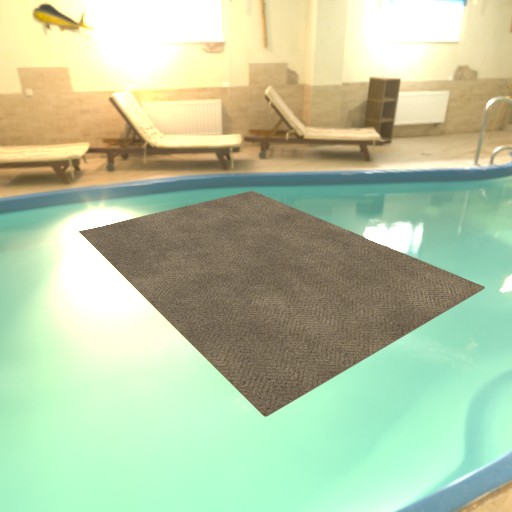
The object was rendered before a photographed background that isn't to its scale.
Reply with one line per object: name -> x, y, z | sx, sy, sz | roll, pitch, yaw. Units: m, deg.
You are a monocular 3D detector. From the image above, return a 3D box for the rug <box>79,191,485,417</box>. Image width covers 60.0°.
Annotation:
rug -> 0.000, 0.000, 2.900 | 1.600, 0.008, 2.235 | -18, 32, -33
